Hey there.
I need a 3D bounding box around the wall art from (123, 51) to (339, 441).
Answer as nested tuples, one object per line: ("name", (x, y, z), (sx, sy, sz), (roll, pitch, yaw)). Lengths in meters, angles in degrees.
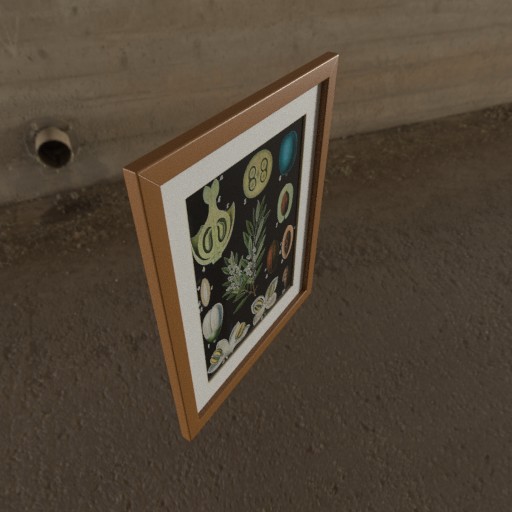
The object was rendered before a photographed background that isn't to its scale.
("wall art", (0.000, 0.000, 0.757), (0.021, 0.550, 0.449), (24, 46, 25))
